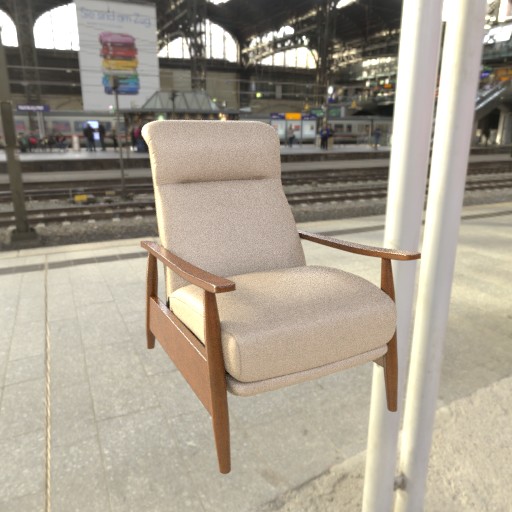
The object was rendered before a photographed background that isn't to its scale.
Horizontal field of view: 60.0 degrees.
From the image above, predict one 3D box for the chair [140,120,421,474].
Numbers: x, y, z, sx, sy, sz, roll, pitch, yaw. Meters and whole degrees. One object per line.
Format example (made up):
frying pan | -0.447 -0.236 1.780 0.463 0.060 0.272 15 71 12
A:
chair | 0.000 0.000 1.814 0.762 1.082 1.030 -8 17 -26
